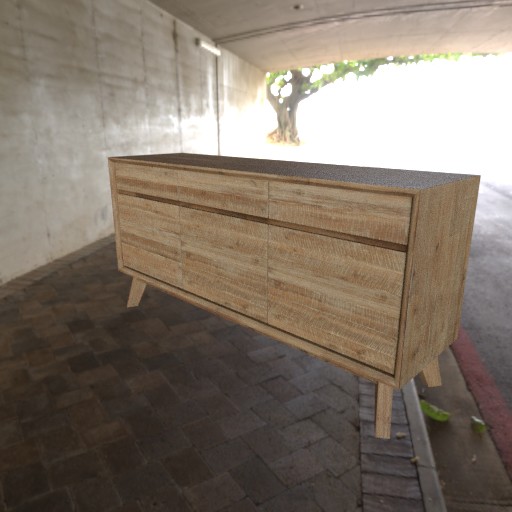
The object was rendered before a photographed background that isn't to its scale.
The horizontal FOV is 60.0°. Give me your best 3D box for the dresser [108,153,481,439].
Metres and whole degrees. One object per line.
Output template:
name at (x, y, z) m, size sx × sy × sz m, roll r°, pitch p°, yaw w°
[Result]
dresser at (0.000, 0.000, 1.936) m, size 1.602 × 0.788 × 0.455 m, roll 15°, pitch 23°, yaw 41°
